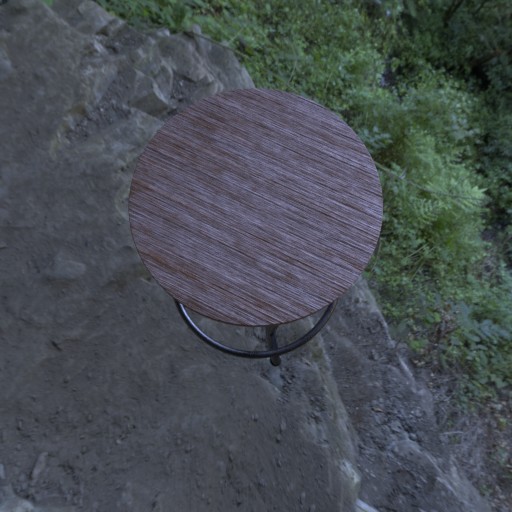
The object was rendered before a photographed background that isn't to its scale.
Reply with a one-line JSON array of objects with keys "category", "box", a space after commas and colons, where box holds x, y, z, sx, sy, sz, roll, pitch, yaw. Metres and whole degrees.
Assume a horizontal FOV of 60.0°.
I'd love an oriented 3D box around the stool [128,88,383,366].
[{"category": "stool", "box": [0.000, 0.000, 0.902, 0.439, 0.609, 0.439, -14, 75, -4]}]
